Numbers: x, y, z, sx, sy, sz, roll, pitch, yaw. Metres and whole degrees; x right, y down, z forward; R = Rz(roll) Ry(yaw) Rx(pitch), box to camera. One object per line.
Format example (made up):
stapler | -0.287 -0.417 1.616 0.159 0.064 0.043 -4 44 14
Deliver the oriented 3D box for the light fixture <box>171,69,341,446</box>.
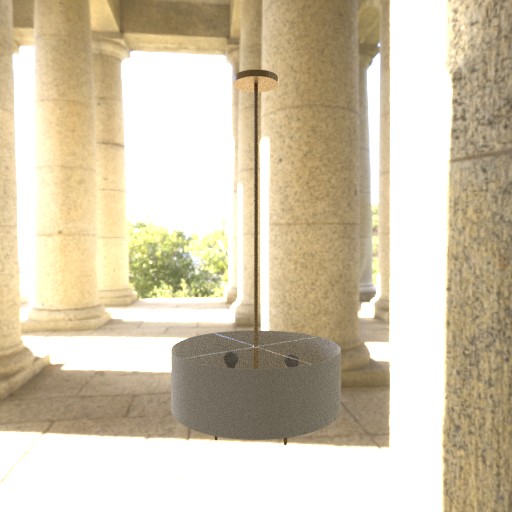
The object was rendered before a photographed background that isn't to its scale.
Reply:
light fixture | 0.000 0.000 1.341 0.508 1.067 0.508 0 1 0
